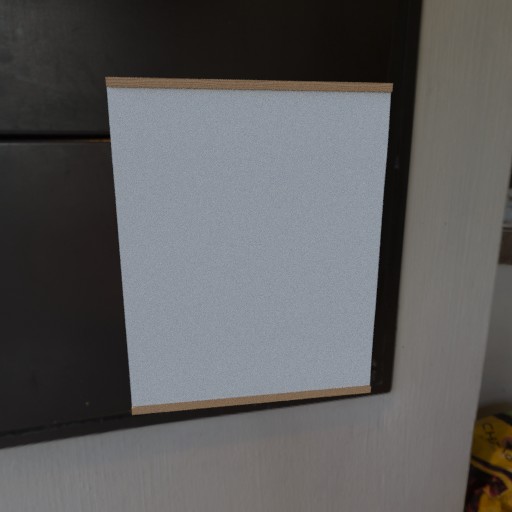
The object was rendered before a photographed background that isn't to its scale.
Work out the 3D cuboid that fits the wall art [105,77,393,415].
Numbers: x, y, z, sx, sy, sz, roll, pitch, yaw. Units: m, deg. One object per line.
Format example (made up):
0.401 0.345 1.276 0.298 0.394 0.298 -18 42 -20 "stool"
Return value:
0.000 0.000 0.684 0.404 0.507 0.010 -2 15 -9 "wall art"
